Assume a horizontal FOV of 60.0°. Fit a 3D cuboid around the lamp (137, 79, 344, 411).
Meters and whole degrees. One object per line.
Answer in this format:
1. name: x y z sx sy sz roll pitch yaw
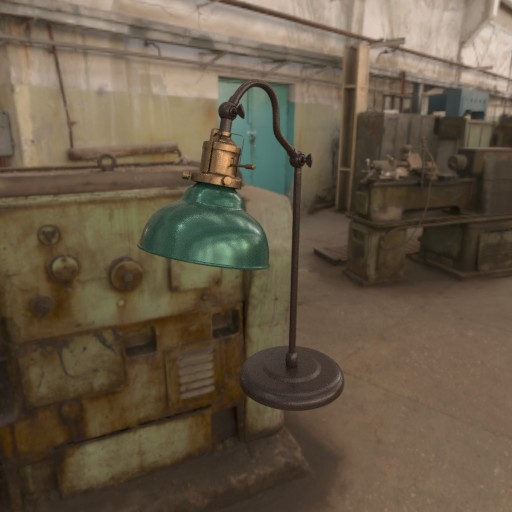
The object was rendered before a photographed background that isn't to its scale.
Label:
1. lamp: 0.000 0.000 0.682 0.374 0.508 0.192 -16 22 -42
